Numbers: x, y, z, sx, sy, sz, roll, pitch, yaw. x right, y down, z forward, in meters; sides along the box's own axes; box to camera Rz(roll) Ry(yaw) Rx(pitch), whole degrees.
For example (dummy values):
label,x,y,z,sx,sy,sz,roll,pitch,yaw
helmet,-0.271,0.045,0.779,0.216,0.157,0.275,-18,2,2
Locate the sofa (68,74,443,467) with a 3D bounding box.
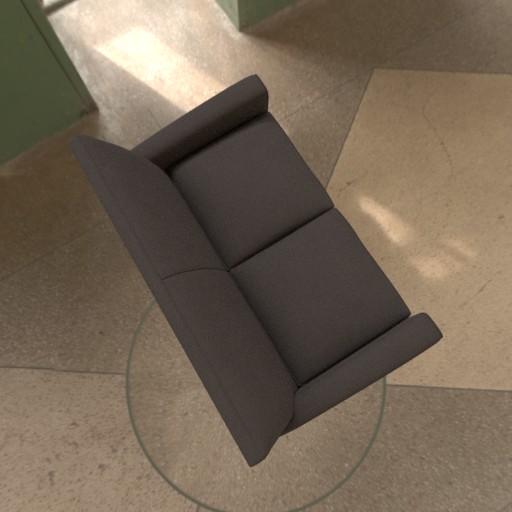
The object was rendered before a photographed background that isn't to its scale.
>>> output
label,x,y,z,sx,sy,sz,roll,pitch,yaw
sofa,0.000,0.000,1.994,0.871,0.846,1.420,-31,77,-8
